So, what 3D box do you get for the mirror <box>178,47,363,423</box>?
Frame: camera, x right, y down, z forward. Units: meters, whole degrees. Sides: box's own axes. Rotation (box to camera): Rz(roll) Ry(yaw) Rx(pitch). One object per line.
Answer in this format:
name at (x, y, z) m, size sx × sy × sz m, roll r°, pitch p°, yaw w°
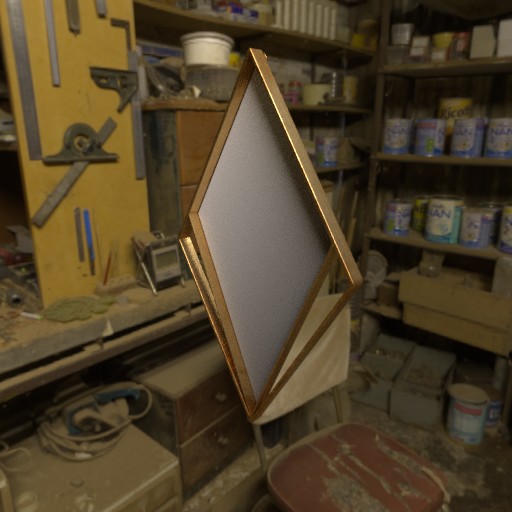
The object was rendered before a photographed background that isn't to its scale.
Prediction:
mirror at (0.000, 0.000, 0.792) m, size 0.419 × 0.679 × 0.032 m, roll 15°, pitch 21°, yaw 41°
